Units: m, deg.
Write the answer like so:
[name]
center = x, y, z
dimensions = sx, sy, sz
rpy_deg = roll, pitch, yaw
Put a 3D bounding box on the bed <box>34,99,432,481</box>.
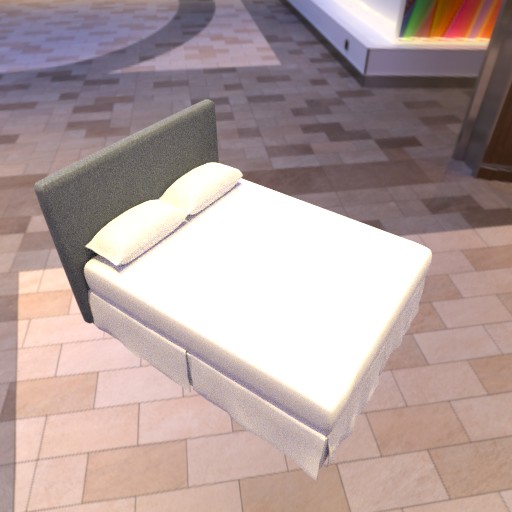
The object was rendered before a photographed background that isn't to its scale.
[bed]
center = 0.000, 0.000, 3.152
dimensions = 2.142, 1.330, 1.723
rpy_deg = 24, 46, 26
